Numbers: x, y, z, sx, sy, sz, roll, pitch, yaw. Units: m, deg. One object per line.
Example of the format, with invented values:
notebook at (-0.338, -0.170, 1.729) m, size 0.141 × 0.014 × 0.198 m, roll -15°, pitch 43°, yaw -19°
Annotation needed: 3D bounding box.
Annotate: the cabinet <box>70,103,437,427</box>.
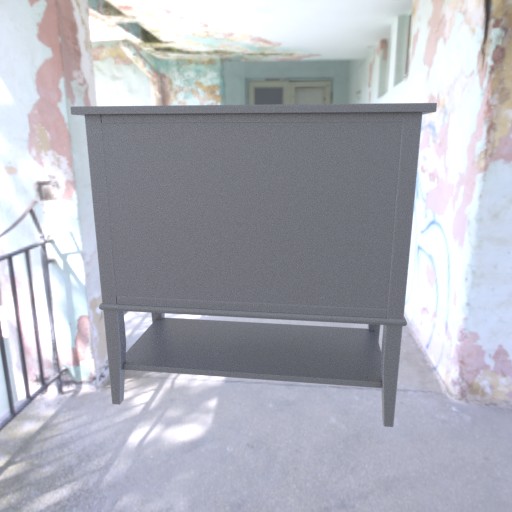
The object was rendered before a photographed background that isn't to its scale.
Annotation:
cabinet at (0.000, 0.000, 1.246) m, size 0.801 × 0.780 × 0.396 m, roll 2°, pitch 15°, yaw 7°
